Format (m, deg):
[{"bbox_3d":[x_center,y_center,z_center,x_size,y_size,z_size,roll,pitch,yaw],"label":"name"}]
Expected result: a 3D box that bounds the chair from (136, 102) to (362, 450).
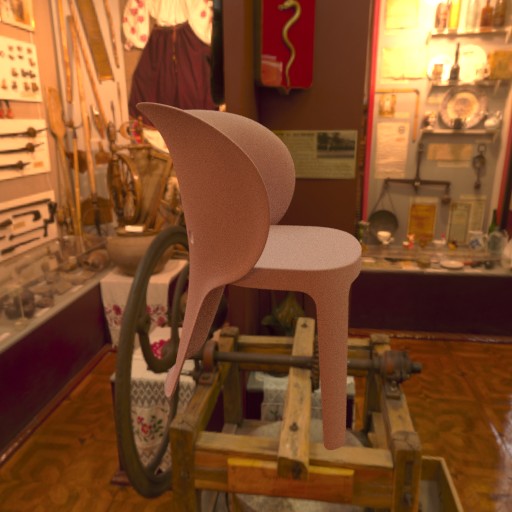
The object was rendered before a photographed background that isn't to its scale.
[{"bbox_3d":[0.000,0.000,0.866,0.402,0.554,0.451,3,17,9],"label":"chair"}]
